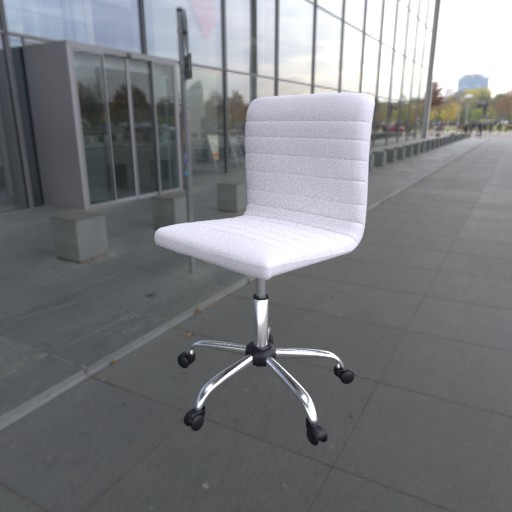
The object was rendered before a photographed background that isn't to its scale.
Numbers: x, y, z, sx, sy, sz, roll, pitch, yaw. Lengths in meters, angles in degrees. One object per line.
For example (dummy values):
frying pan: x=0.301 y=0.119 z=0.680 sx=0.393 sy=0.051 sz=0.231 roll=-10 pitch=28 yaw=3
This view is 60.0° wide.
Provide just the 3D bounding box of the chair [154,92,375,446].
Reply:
chair: x=0.000 y=0.000 z=1.072 sx=0.520 sy=0.750 sz=0.455 roll=16 pitch=23 yaw=42
